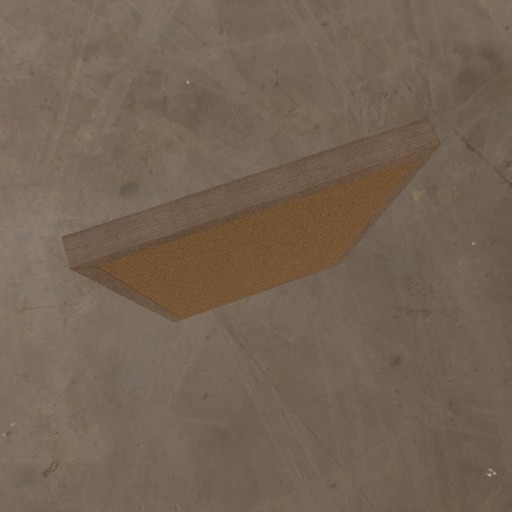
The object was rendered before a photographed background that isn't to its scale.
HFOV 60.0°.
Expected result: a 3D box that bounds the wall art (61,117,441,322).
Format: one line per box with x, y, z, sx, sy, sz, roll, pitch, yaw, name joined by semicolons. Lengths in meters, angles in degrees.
0.000;0.000;0.649;0.356;0.509;0.031;-19;77;-5;wall art
